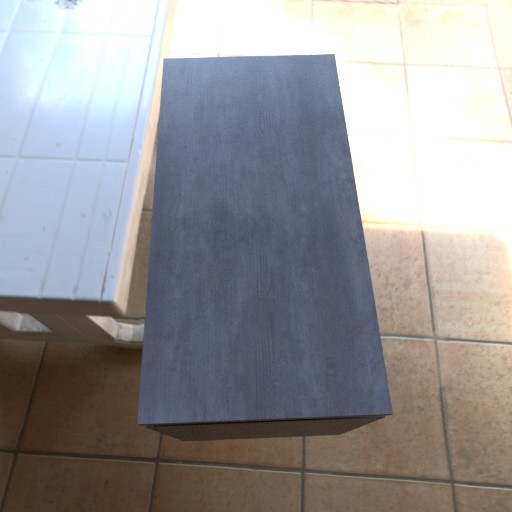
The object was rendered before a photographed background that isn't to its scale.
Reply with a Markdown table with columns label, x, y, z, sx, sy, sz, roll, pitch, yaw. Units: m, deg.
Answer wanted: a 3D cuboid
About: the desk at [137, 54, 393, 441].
| label | x | y | z | sx | sy | sz | roll | pitch | yaw |
| --- | --- | --- | --- | --- | --- | --- | --- | --- | --- |
| desk | 0.000 | 0.000 | 1.628 | 0.600 | 0.740 | 1.200 | -2 | 65 | -1 |
